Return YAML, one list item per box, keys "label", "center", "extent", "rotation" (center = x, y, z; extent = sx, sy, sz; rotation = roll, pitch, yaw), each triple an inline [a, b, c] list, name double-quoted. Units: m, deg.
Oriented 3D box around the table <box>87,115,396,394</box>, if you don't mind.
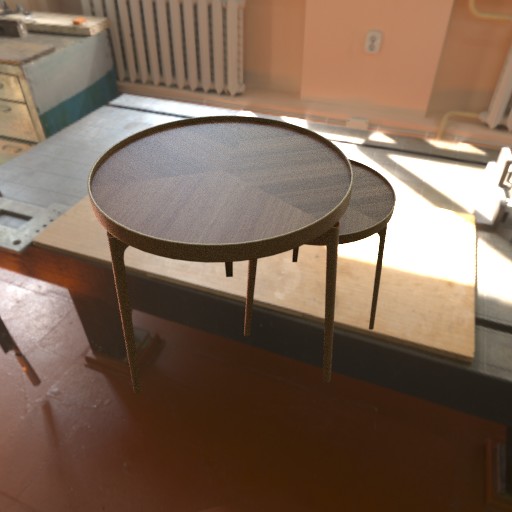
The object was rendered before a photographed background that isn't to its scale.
- label: "table"
  center: [0.000, 0.000, 1.119]
  extent: [0.751, 0.555, 0.532]
  rotation: [-23, 45, -26]
